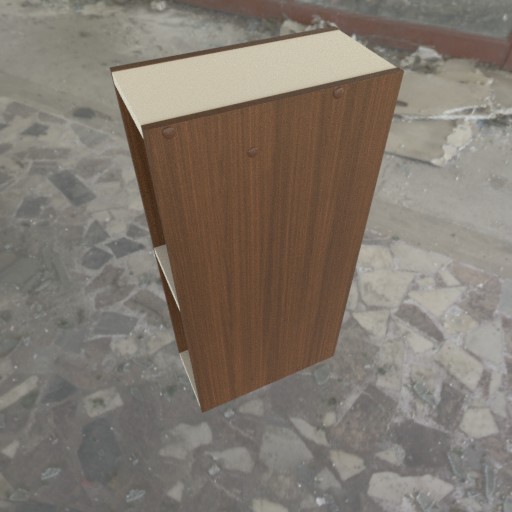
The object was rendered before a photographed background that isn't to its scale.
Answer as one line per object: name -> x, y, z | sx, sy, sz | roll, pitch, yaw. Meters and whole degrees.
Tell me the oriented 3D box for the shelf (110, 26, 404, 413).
shelf -> 0.000, 0.000, 0.705 | 0.290, 0.600, 0.147 | -19, 50, -17
